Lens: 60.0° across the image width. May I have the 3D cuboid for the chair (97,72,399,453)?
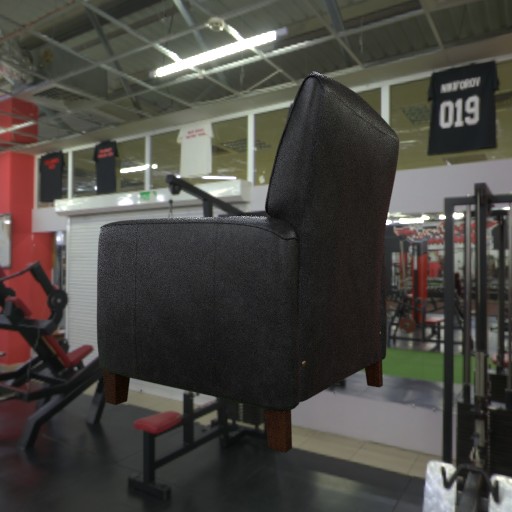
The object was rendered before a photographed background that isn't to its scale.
[{"bbox_3d":[0.000,0.000,1.630,0.864,1.014,0.848,-1,-1,34],"label":"chair"}]
